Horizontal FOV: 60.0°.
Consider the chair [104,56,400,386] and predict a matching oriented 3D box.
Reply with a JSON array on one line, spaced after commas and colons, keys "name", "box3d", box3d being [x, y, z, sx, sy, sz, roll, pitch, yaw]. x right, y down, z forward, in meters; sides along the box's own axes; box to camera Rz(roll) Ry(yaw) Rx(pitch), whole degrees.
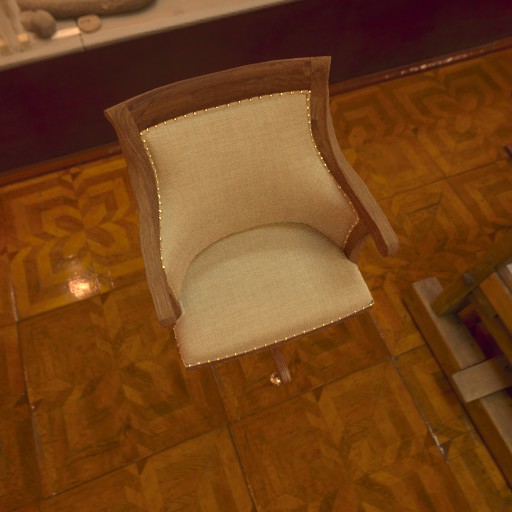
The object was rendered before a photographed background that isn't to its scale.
[{"name": "chair", "box3d": [0.000, 0.000, 1.441, 0.656, 0.965, 0.689, -17, 64, -9]}]
